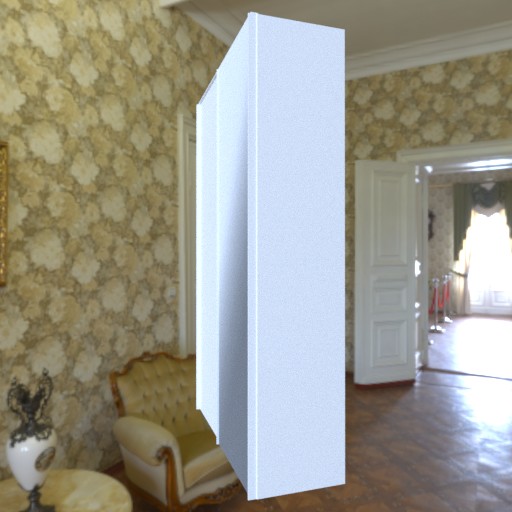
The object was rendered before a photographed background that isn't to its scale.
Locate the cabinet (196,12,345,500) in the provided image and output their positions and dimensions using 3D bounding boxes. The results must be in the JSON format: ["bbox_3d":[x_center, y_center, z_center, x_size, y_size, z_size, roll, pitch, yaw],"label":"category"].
[{"bbox_3d":[0.000,0.000,2.620,0.480,2.160,1.250,0,0,-18],"label":"cabinet"}]
